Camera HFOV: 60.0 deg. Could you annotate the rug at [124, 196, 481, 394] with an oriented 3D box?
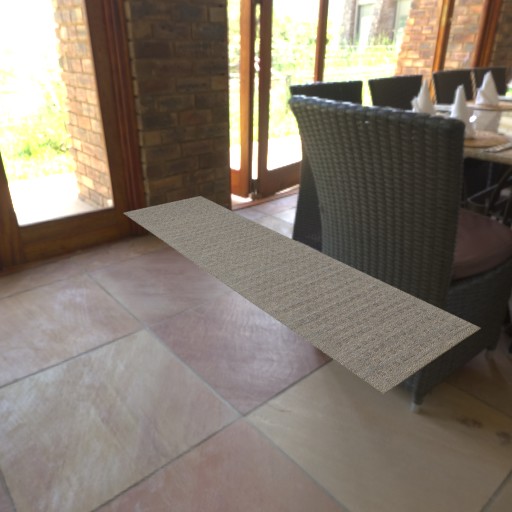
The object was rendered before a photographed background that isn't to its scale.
[{"bbox_3d":[0.000,0.000,2.683,0.688,0.005,2.437,-18,31,-33],"label":"rug"}]
